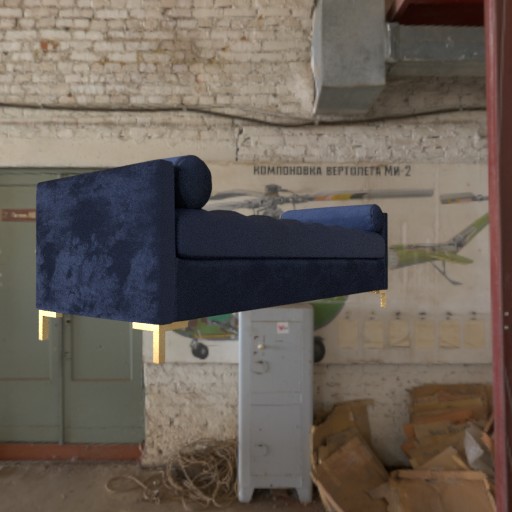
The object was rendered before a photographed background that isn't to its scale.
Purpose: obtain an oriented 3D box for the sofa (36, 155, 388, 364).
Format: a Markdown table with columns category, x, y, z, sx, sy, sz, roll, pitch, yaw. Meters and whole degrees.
| category | x | y | z | sx | sy | sz | roll | pitch | yaw |
| --- | --- | --- | --- | --- | --- | --- | --- | --- | --- |
| sofa | 0.000 | 0.000 | 2.457 | 0.796 | 0.705 | 2.102 | 0 | 0 | 36 |
